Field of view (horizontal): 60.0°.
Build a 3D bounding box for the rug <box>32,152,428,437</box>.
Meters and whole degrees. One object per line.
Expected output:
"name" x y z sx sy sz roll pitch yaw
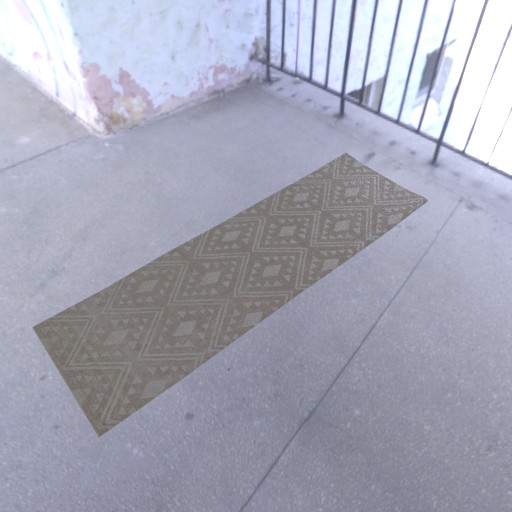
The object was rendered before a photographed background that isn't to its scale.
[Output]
"rug" 0.000 0.000 2.670 2.452 0.051 0.752 -32 54 -26
